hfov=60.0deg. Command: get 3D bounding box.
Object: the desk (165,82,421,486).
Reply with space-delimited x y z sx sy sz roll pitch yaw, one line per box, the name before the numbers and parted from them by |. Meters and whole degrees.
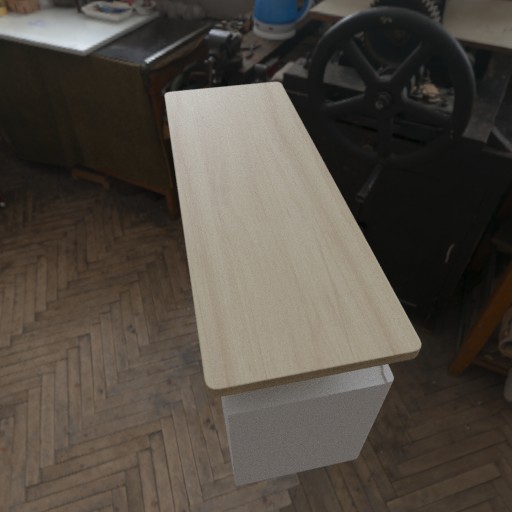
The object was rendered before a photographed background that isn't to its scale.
desk | 0.000 0.000 1.846 0.550 0.755 1.500 -9 47 -8
